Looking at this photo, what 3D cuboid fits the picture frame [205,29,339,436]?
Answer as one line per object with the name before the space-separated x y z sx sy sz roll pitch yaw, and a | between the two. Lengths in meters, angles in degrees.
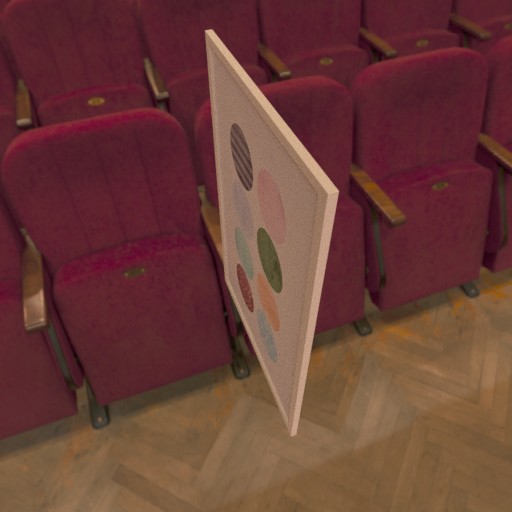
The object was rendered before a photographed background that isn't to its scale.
picture frame | 0.000 0.000 0.842 0.013 0.657 0.457 -15 49 -14
